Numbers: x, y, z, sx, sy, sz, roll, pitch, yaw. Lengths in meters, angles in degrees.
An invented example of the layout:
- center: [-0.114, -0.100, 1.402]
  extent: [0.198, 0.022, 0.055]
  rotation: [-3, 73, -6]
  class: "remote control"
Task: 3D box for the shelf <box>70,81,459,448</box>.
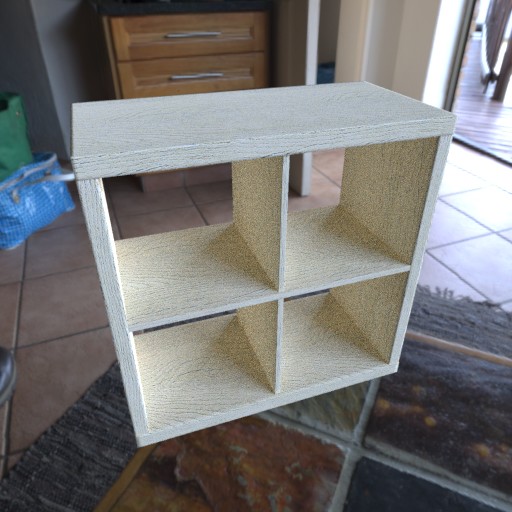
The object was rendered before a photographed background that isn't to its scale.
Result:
- center: [0.000, 0.000, 1.211]
  extent: [0.790, 0.786, 0.390]
  rotation: [-11, 34, -16]
  class: "shelf"
